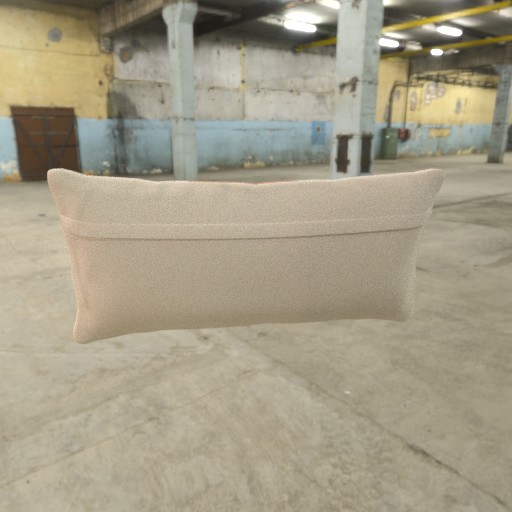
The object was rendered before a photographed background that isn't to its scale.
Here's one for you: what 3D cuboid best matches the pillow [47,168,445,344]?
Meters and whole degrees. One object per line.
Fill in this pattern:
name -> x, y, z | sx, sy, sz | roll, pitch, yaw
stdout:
pillow -> 0.000, 0.000, 0.730 | 0.609, 0.292, 0.155 | -2, 15, -8
